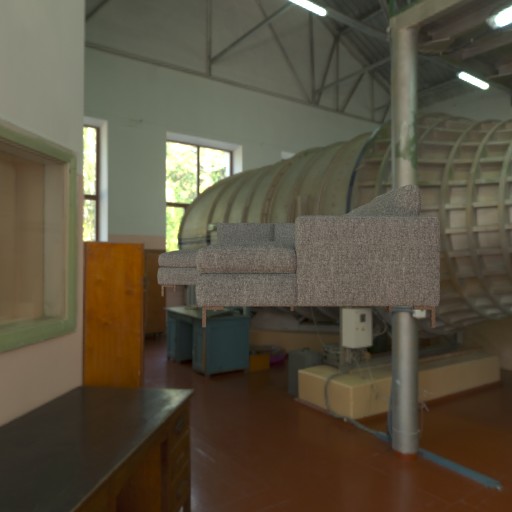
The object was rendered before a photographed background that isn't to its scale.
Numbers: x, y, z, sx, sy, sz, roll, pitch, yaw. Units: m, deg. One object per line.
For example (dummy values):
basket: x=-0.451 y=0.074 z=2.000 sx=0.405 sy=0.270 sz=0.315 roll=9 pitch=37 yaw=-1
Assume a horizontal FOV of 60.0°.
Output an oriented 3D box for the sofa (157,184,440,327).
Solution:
sofa: x=0.000 y=0.000 z=3.590 sx=1.879 sy=0.756 sz=2.737 roll=0 pitch=-1 yaw=0
